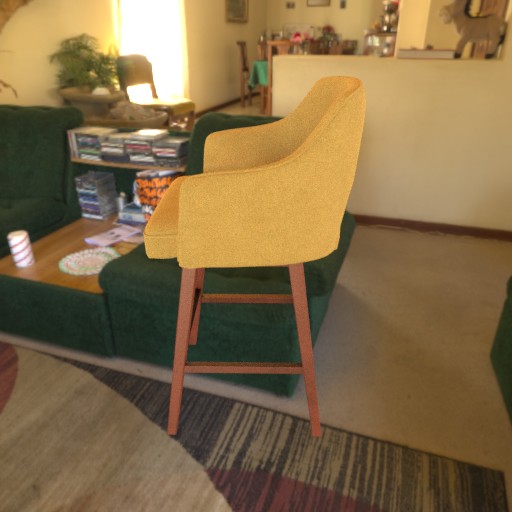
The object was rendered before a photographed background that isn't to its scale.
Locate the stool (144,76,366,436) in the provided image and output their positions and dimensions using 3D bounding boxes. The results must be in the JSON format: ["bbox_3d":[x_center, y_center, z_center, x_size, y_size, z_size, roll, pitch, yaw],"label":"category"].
[{"bbox_3d":[0.000,0.000,1.358,0.558,1.012,0.548,0,27,1],"label":"stool"}]
